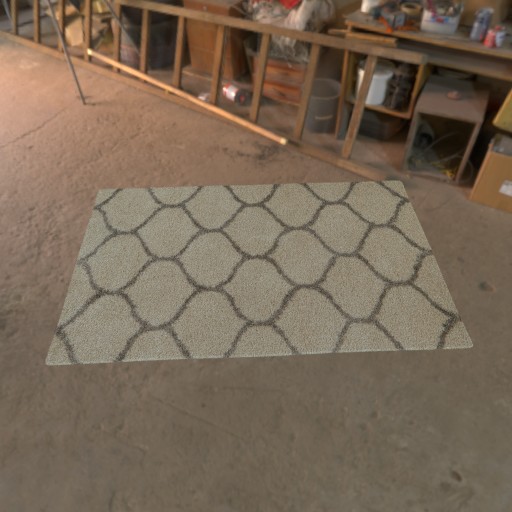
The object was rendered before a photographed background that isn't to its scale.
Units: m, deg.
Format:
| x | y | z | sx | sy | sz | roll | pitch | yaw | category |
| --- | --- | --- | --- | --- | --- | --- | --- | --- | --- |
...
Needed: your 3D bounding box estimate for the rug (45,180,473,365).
| x | y | z | sx | sy | sz | roll | pitch | yaw | category |
| --- | --- | --- | --- | --- | --- | --- | --- | --- | --- |
| 0.000 | 0.000 | 2.932 | 2.348 | 0.024 | 1.501 | -2 | 47 | -2 | rug |
